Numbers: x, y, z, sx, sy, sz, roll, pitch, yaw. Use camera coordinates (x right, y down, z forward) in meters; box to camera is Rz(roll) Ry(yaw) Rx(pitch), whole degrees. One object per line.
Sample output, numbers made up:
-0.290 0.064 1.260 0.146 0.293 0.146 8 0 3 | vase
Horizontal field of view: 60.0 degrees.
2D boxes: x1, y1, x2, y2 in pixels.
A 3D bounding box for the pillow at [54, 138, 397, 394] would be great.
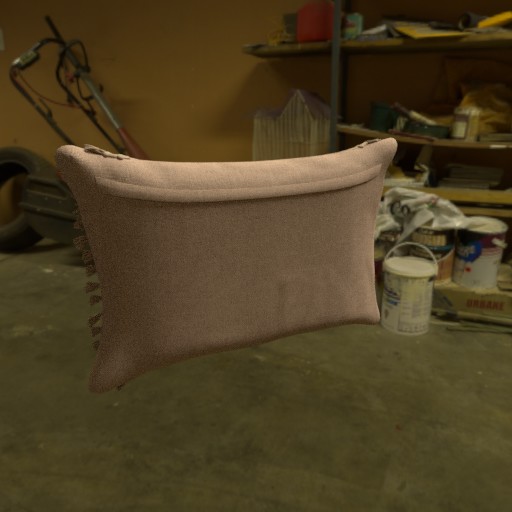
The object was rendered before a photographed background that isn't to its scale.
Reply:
0.000 0.000 0.600 0.466 0.305 0.084 -9 20 -25 | pillow
